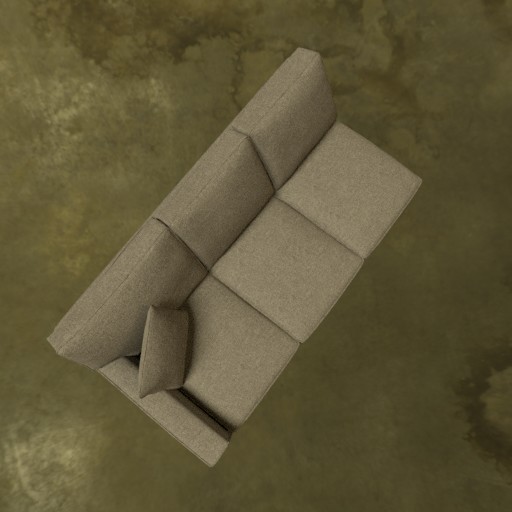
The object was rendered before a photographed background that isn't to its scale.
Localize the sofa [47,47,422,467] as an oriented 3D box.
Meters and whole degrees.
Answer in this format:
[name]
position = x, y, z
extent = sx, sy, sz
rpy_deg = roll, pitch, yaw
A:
[sofa]
position = 0.000, 0.000, 2.500
extent = 1.034, 0.946, 1.963
rpy_deg = 37, 79, 8
